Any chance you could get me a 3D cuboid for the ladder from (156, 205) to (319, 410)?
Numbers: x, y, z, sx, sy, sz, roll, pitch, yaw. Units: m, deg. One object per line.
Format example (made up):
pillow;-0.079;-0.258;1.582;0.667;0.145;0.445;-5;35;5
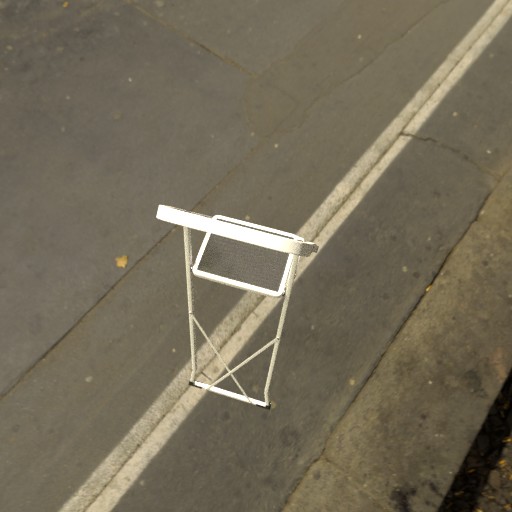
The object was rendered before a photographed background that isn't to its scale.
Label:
ladder;0.000;0.000;1.737;0.460;1.265;0.914;15;65;7
